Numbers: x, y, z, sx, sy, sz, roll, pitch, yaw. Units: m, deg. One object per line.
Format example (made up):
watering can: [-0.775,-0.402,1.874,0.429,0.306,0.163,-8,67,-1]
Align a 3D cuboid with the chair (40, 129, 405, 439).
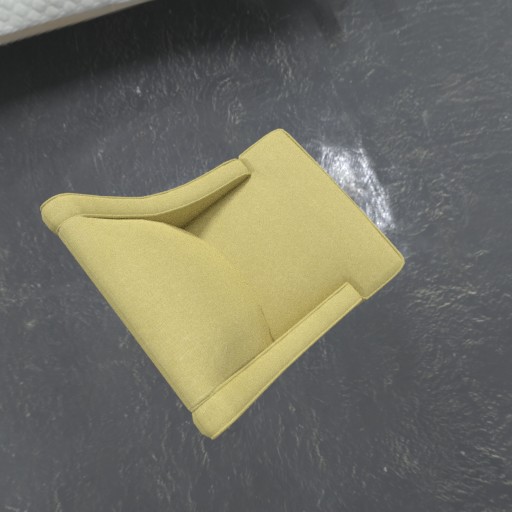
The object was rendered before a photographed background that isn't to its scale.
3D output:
chair: [0.000,0.000,1.477,0.814,0.896,0.696,-39,79,-9]
